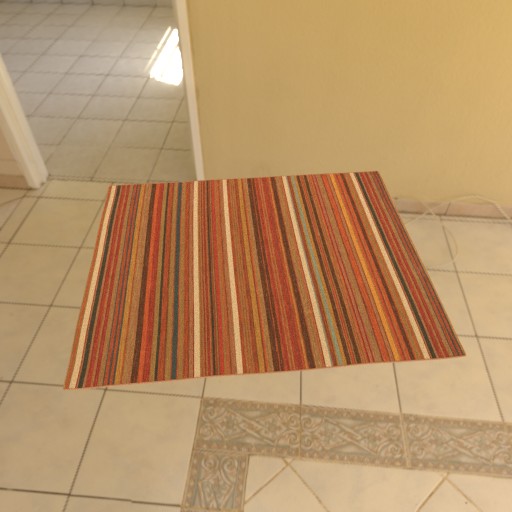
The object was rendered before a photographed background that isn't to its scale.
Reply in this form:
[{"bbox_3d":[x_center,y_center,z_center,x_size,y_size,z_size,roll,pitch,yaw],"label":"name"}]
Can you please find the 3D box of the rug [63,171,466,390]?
[{"bbox_3d":[0.000,0.000,4.202,3.092,0.023,2.479,-4,46,-3],"label":"rug"}]
